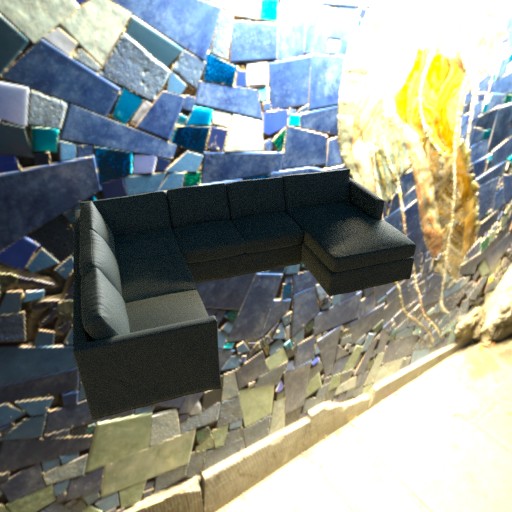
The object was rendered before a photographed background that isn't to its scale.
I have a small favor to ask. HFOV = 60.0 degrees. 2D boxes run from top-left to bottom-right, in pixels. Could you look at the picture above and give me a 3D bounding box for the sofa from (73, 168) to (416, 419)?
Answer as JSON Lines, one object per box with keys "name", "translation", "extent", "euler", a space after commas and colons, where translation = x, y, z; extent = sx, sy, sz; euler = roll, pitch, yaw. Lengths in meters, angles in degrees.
{"name": "sofa", "translation": [0.000, 0.000, 4.569], "extent": [3.460, 0.882, 2.427], "euler": [-10, 32, -17]}
